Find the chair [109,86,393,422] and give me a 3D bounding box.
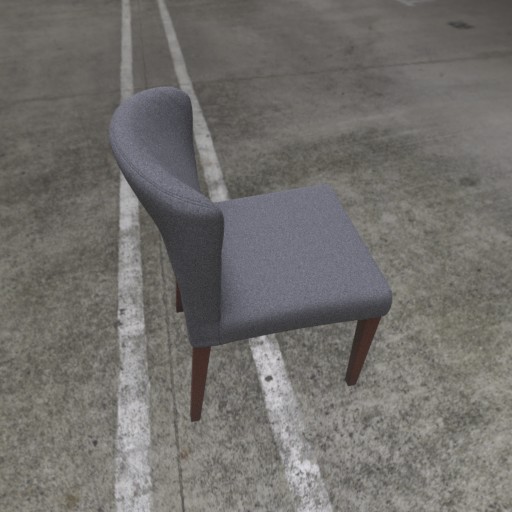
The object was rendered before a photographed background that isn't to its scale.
[{"bbox_3d":[0.000,0.000,1.198,0.592,0.839,0.491,-9,45,-9],"label":"chair"}]
